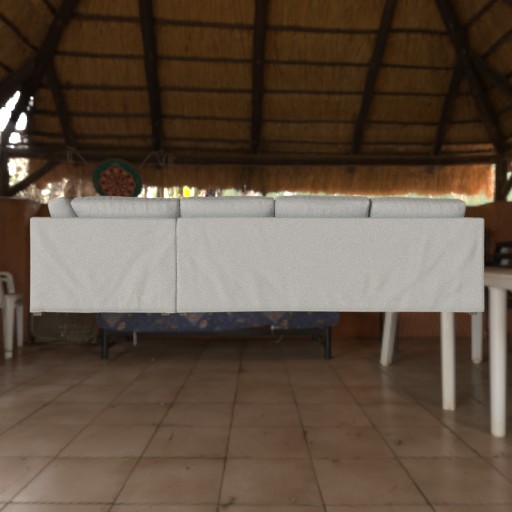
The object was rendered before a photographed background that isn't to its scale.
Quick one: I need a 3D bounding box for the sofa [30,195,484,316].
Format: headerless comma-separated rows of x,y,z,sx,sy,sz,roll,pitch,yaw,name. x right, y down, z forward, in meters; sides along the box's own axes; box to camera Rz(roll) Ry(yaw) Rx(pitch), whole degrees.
0.000,0.000,4.279,3.182,0.871,2.432,0,-1,-1,sofa
